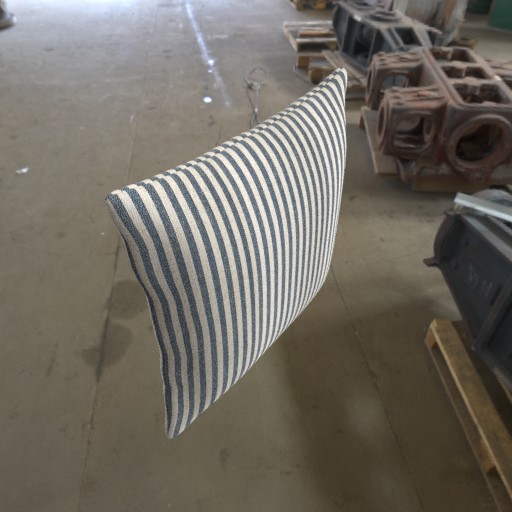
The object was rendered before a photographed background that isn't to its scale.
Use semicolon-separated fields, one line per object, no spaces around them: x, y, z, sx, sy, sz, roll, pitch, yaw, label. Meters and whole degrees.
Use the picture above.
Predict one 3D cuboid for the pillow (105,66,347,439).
0.000;0.000;0.781;0.166;0.510;0.523;27;48;27;pillow
